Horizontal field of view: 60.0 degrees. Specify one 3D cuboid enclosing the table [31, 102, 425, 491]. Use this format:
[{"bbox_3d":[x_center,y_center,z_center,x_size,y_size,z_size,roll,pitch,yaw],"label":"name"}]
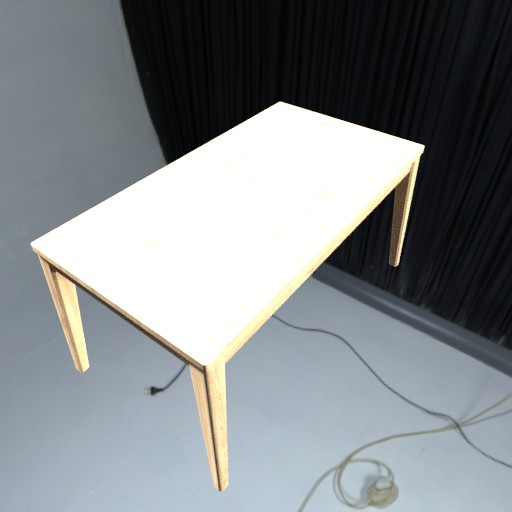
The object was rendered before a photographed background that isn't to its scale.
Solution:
[{"bbox_3d":[0.000,0.000,2.086,0.900,0.760,1.600,27,49,27],"label":"table"}]
